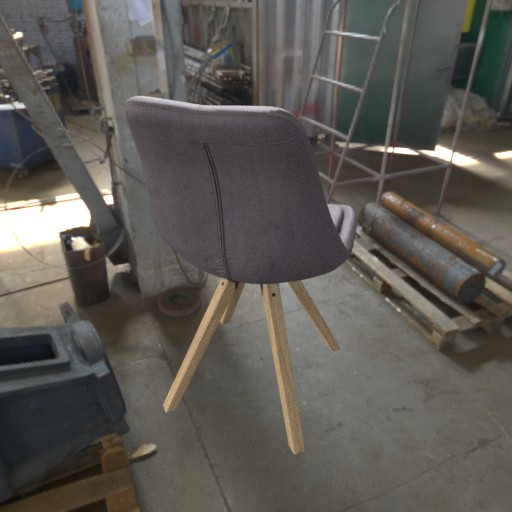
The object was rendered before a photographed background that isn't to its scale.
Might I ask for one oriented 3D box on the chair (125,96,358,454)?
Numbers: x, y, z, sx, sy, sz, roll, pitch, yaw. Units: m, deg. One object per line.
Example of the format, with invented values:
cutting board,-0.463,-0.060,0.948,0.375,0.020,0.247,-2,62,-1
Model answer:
chair,0.000,0.000,1.147,0.483,0.865,0.547,11,32,17
